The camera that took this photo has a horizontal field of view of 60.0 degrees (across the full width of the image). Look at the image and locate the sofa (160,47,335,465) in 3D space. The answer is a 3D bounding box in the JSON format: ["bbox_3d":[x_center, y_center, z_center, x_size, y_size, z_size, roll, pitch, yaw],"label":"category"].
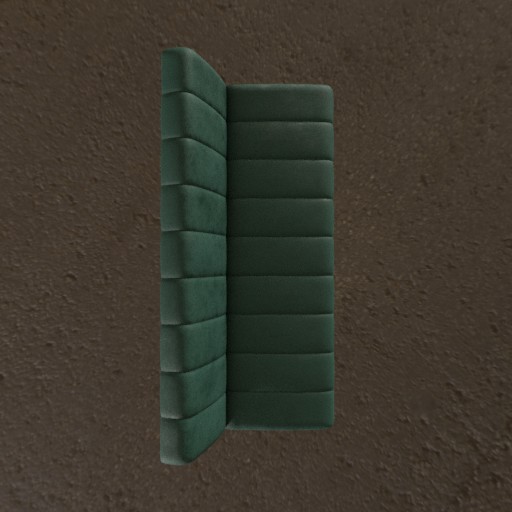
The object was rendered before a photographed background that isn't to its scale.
[{"bbox_3d":[0.000,0.000,2.291,0.830,0.820,1.810,0,89,0],"label":"sofa"}]
